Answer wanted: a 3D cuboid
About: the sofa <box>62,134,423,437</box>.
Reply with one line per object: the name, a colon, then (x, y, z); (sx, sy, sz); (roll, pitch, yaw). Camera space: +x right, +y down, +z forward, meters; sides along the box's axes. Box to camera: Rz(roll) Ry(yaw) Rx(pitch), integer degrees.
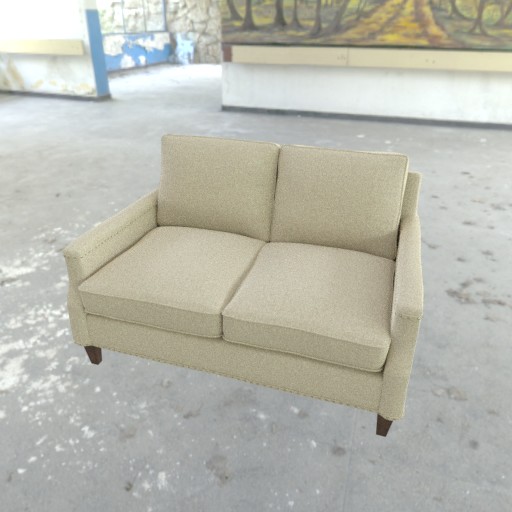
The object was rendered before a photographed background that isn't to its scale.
sofa: (0.000, 0.000, 2.268); (1.597, 1.003, 1.084); (9, 30, 16)
